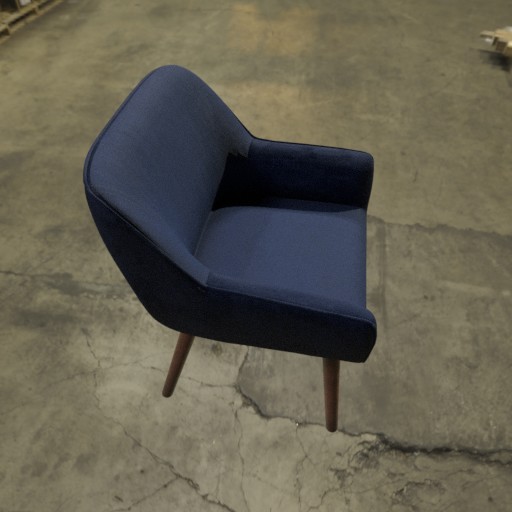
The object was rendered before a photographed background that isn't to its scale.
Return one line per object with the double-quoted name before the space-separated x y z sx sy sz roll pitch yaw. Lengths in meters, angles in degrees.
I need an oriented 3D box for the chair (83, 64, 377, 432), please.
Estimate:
"chair" 0.000 0.000 1.198 0.600 0.820 0.600 7 47 7
